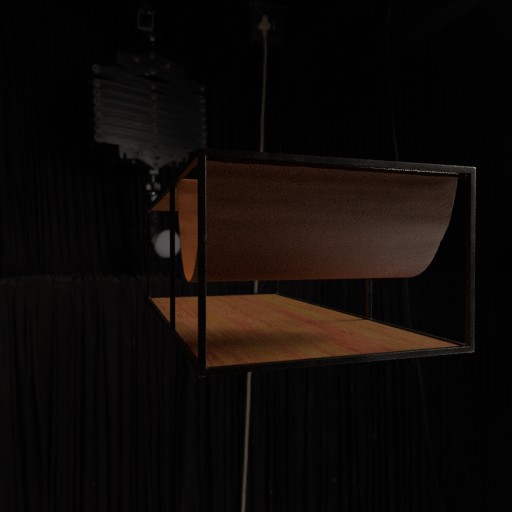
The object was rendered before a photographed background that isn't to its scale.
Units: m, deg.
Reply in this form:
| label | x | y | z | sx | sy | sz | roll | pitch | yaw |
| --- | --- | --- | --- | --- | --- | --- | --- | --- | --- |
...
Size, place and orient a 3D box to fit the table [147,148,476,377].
| label | x | y | z | sx | sy | sz | roll | pitch | yaw |
| --- | --- | --- | --- | --- | --- | --- | --- | --- | --- |
| table | 0.000 | 0.000 | 1.428 | 0.597 | 0.403 | 1.199 | 0 | 1 | -18 |
